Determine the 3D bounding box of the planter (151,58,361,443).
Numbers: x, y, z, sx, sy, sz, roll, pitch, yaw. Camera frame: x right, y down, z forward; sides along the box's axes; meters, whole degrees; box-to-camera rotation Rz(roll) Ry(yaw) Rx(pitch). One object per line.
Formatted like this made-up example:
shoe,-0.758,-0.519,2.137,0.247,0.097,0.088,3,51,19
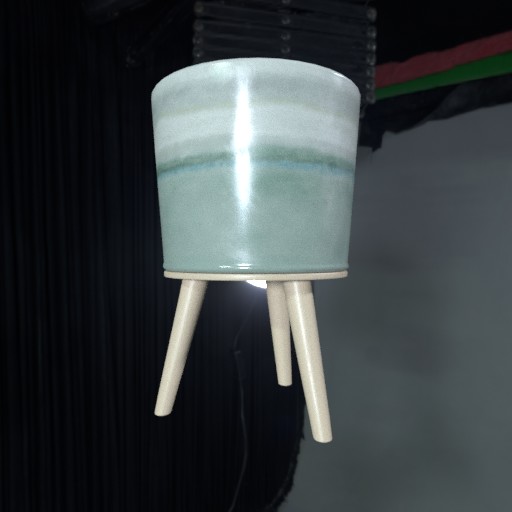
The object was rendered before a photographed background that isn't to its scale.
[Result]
planter,0.000,0.000,0.578,0.265,0.404,0.265,0,0,35
